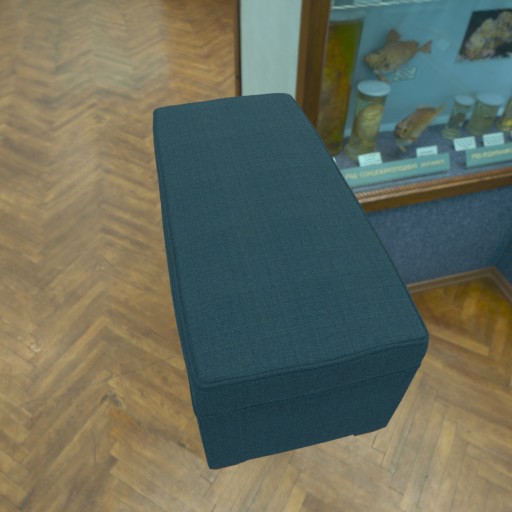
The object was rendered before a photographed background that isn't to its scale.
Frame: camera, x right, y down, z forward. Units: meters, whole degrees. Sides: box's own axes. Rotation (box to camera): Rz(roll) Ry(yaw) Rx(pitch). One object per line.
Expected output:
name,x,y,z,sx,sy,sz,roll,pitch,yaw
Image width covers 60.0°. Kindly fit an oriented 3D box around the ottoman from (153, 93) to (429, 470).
ottoman,0.000,0.000,1.210,0.474,0.474,0.943,-10,48,-9
